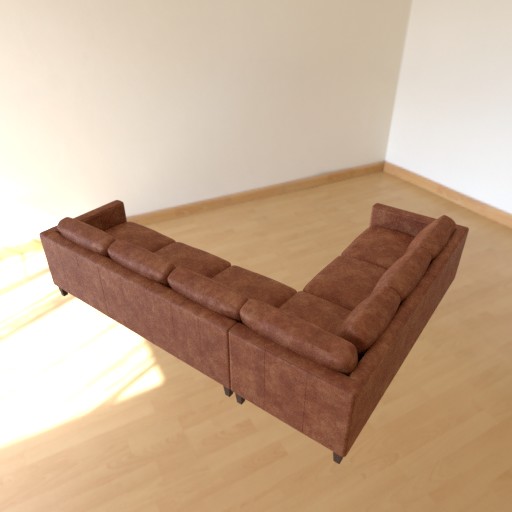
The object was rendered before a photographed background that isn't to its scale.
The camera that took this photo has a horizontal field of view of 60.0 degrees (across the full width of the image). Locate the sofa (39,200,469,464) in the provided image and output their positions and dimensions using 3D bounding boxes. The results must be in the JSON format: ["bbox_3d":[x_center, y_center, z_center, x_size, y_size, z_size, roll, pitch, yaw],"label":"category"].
[{"bbox_3d":[0.000,0.000,4.225,3.150,0.838,2.438,21,38,30],"label":"sofa"}]
